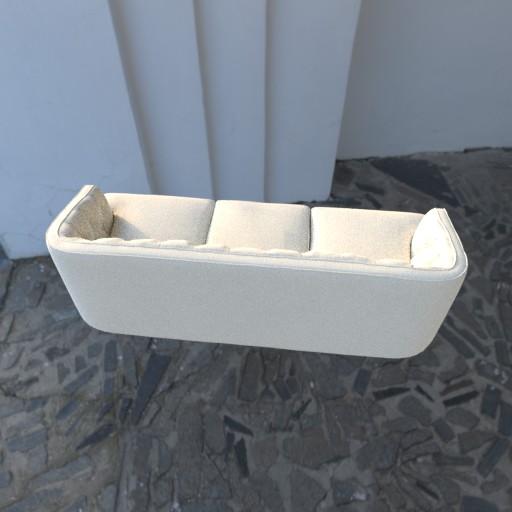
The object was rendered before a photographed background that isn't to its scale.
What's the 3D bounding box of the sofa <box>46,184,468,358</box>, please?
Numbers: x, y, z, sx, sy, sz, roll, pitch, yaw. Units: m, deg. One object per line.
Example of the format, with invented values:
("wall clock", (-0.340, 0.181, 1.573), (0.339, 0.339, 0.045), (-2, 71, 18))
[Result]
("sofa", (0.000, 0.000, 2.755), (2.278, 0.855, 0.941), (4, 47, 4))
